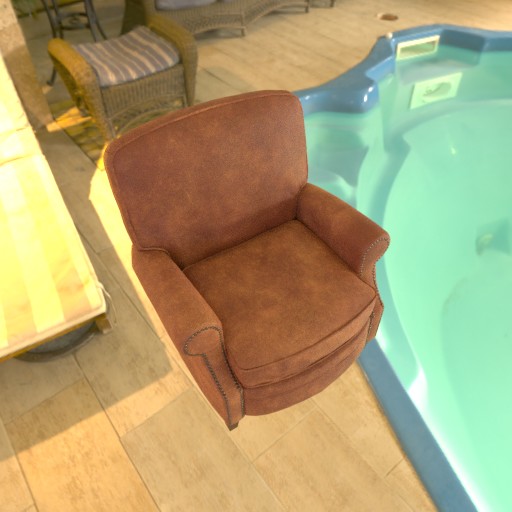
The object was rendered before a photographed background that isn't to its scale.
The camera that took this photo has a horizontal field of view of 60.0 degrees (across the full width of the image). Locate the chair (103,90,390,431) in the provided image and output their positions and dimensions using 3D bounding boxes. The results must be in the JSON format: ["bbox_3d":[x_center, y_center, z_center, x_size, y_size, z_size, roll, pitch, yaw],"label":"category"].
[{"bbox_3d":[0.000,0.000,1.804,0.936,1.018,0.986,-25,52,-21],"label":"chair"}]
